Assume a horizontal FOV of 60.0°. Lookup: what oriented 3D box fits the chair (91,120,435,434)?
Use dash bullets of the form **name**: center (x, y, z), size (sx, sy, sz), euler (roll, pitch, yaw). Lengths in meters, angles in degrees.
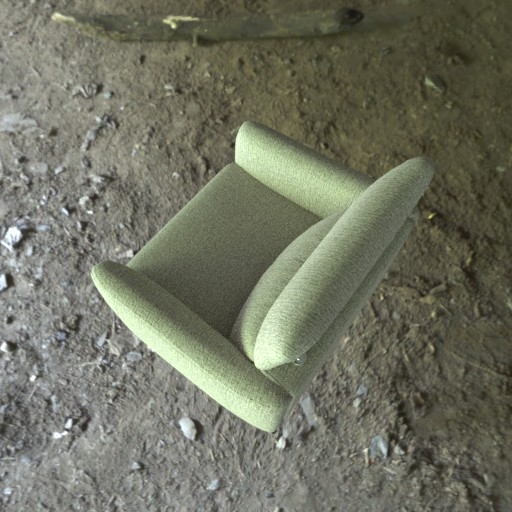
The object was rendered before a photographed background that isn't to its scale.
- **chair**: center (0.000, 0.000, 1.670), size (0.835, 0.967, 0.972), euler (34, 67, 16)
